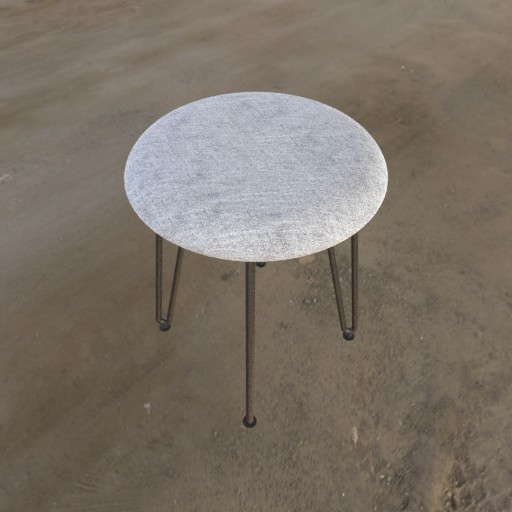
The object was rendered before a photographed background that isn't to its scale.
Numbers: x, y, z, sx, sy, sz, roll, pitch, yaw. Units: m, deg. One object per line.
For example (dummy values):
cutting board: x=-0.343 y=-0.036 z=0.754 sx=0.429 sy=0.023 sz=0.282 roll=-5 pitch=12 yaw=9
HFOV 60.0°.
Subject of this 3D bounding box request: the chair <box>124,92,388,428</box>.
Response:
chair: x=0.000 y=0.000 z=0.645 sx=0.350 sy=0.386 sz=0.350 roll=2 pitch=46 yaw=2
